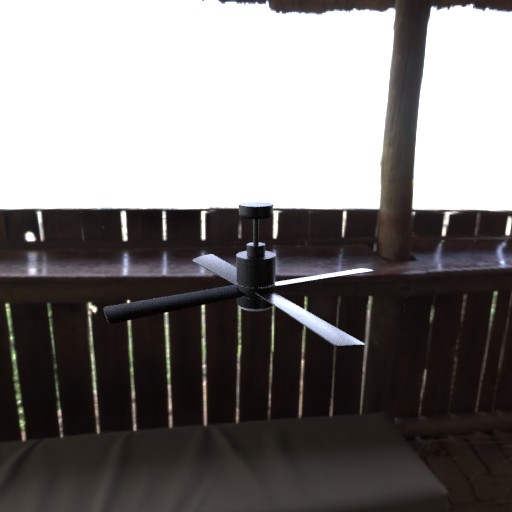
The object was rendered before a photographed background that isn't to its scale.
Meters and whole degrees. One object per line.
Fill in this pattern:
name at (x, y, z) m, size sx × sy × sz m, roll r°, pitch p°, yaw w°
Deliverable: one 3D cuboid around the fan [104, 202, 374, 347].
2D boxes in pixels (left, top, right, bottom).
fan at (0.000, 0.000, 2.278) m, size 1.525 × 0.534 × 1.525 m, roll -8°, pitch 16°, yaw -27°
